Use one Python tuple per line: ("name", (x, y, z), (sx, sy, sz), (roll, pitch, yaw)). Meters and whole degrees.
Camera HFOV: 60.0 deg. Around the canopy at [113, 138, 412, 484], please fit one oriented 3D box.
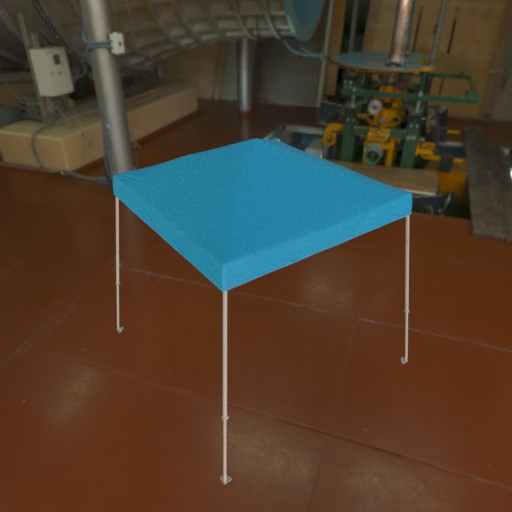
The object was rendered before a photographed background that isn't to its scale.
("canopy", (0.000, 0.000, 5.320), (2.848, 2.849, 2.849), (-21, 37, -30))
